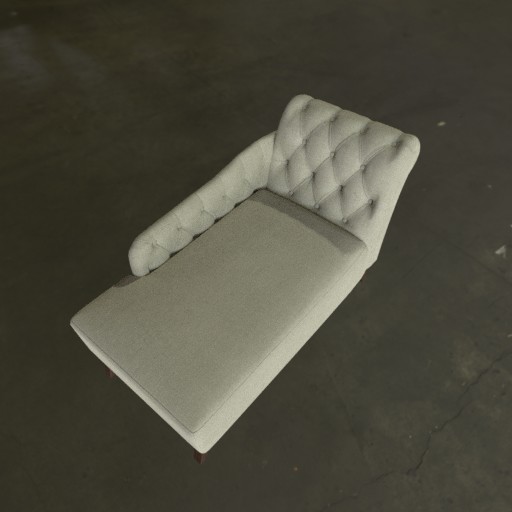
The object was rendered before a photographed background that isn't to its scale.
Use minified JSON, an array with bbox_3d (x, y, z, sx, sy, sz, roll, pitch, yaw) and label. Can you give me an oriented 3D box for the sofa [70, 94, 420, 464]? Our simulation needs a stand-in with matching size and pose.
[{"bbox_3d":[0.000,0.000,1.837,0.675,0.787,1.379,32,54,26],"label":"sofa"}]
